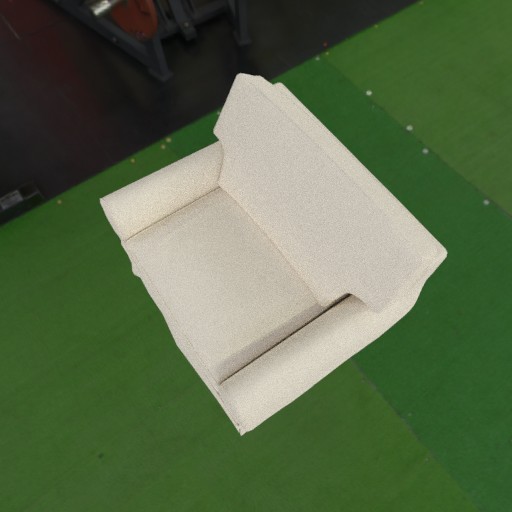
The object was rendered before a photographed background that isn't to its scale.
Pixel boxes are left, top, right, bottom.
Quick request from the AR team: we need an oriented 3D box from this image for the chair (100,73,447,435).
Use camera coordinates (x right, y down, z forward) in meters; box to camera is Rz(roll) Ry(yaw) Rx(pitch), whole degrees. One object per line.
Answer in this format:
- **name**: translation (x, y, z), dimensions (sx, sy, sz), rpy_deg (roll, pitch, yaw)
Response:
- **chair**: translation (0.000, 0.000, 1.821), dimensions (0.904, 0.958, 1.099), rpy_deg (-32, 68, -15)
